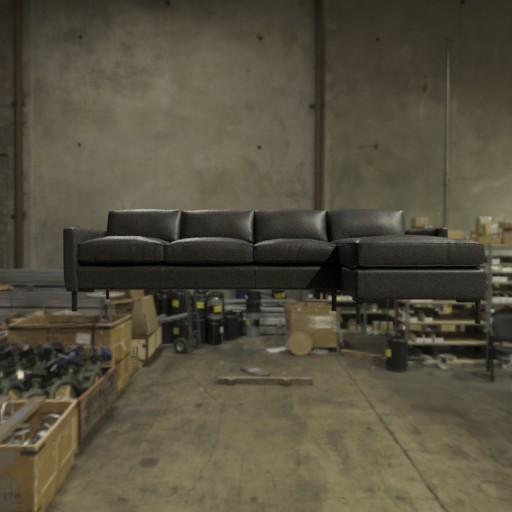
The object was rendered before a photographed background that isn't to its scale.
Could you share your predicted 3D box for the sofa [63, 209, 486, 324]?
[{"bbox_3d":[0.000,0.000,3.557,2.993,0.859,1.471,0,1,0],"label":"sofa"}]
